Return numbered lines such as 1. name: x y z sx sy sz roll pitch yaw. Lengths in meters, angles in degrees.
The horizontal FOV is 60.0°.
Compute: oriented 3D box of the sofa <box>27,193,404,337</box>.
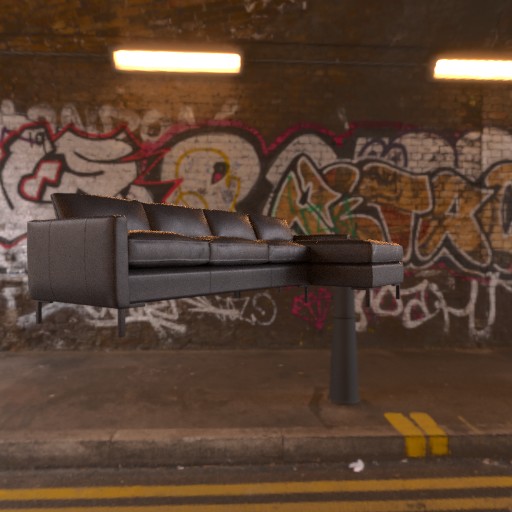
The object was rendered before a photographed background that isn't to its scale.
1. sofa: 0.000 0.000 3.586 1.471 0.859 2.993 0 0 36
